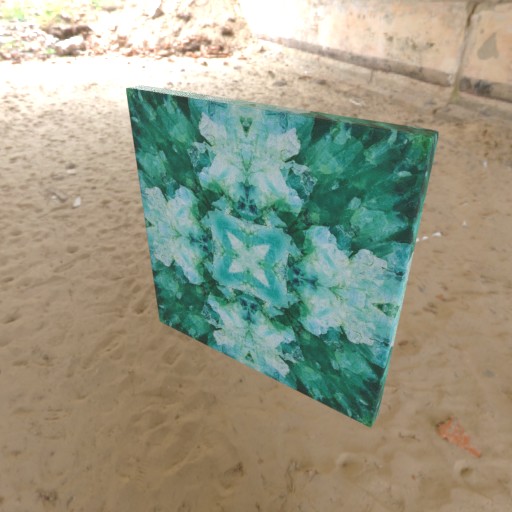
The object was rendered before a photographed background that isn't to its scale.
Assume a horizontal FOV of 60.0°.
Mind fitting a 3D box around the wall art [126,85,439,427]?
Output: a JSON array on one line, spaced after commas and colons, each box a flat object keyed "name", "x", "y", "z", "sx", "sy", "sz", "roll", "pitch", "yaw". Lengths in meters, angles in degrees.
[{"name": "wall art", "x": 0.000, "y": 0.000, "z": 0.768, "sx": 0.507, "sy": 0.508, "sz": 0.038, "roll": 20, "pitch": 36, "yaw": 29}]
